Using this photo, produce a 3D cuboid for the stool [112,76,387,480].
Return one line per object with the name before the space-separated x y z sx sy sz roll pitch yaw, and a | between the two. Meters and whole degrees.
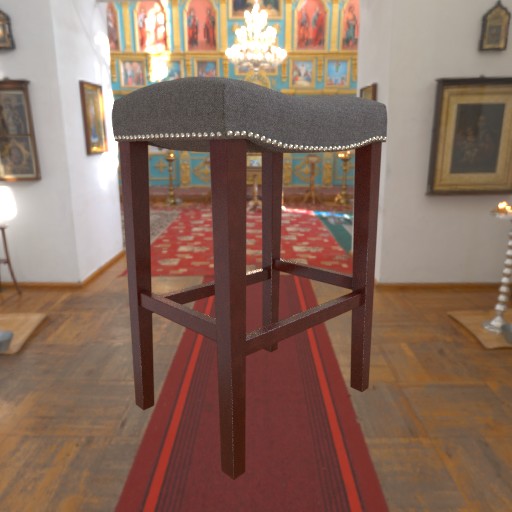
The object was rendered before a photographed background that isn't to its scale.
stool | 0.000 0.000 1.048 0.504 0.742 0.372 -13 19 -43
